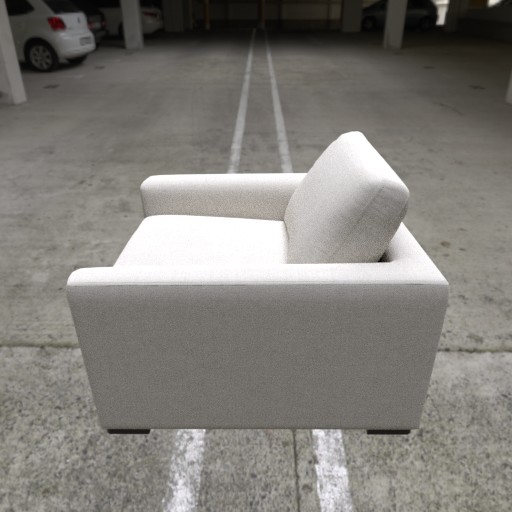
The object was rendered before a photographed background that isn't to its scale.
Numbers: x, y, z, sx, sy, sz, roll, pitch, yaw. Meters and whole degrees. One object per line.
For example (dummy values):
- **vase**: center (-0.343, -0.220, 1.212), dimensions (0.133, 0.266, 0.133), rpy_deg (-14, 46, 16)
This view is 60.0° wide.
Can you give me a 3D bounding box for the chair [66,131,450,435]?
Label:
- **chair**: center (0.000, 0.000, 1.782), dimensions (1.100, 0.876, 1.070), rpy_deg (0, 27, 0)
